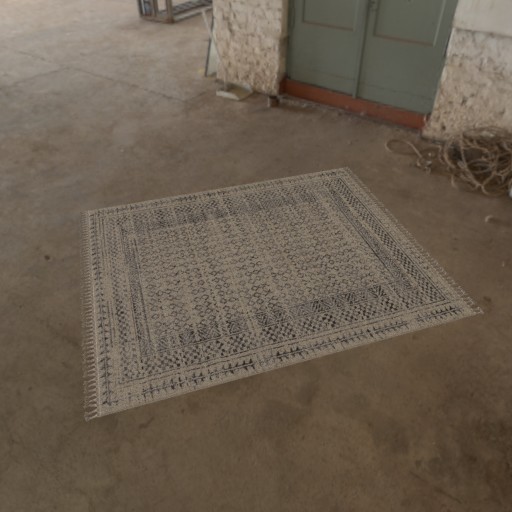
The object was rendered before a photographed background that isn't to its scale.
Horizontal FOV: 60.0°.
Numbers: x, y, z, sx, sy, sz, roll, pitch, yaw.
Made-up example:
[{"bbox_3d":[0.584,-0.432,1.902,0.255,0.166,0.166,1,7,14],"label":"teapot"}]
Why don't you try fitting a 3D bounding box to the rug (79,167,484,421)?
[{"bbox_3d":[0.000,0.000,3.857,2.940,0.013,2.312,-12,42,-13],"label":"rug"}]
